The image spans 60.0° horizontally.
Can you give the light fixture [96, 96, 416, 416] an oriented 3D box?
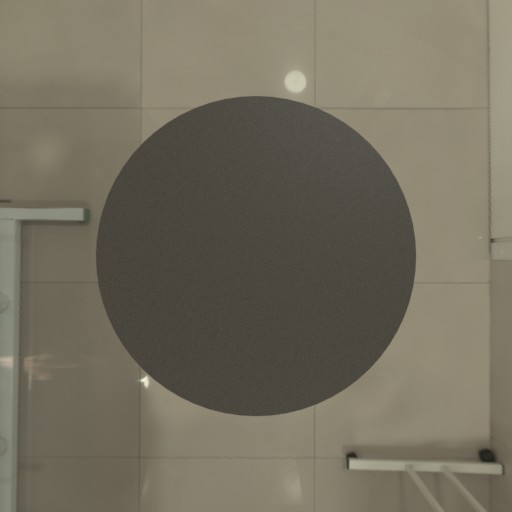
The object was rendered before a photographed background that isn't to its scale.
[{"bbox_3d":[0.000,0.000,0.556,0.368,0.100,0.368,0,89,0],"label":"light fixture"}]
